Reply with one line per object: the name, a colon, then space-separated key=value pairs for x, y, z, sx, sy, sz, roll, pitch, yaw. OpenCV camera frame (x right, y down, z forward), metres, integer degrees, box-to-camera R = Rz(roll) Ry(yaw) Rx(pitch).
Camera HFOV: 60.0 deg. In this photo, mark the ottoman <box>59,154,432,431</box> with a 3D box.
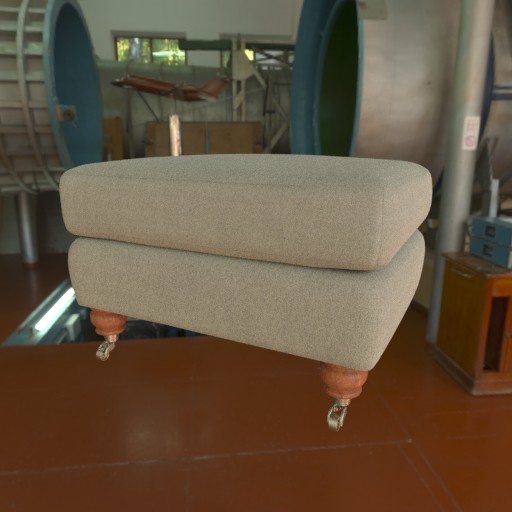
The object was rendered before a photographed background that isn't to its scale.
ottoman: x=0.000 y=0.000 z=1.129 sx=0.773 sy=0.504 sz=0.569 roll=7 pitch=16 yaw=27
